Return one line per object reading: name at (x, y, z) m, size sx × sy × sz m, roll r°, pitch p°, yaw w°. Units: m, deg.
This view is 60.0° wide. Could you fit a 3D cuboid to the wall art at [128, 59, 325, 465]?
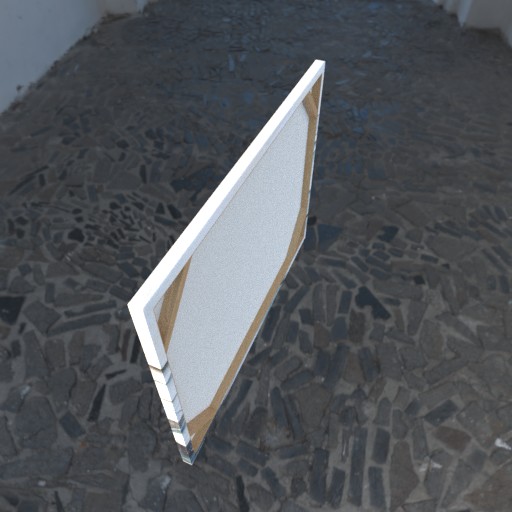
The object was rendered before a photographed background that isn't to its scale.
wall art at (0.000, 0.000, 1.589) m, size 0.039 × 0.915 × 1.219 m, roll 17°, pitch 50°, yaw 15°
